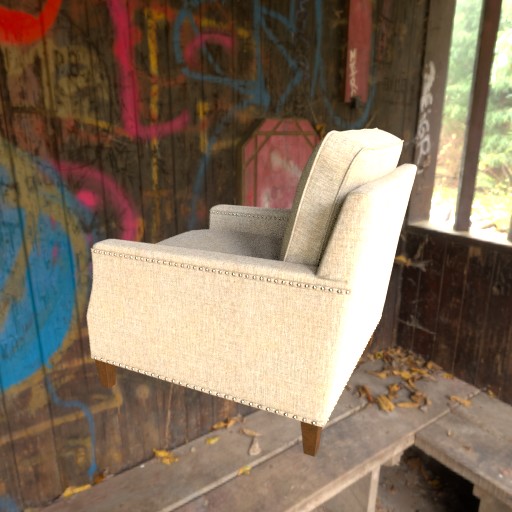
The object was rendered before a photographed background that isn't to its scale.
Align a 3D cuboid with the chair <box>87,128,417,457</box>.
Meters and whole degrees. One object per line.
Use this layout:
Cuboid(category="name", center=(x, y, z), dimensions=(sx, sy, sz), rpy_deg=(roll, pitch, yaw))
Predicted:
Cuboid(category="chair", center=(0.000, 0.000, 1.702), dimensions=(1.014, 0.943, 0.853), rpy_deg=(8, 18, 25))
